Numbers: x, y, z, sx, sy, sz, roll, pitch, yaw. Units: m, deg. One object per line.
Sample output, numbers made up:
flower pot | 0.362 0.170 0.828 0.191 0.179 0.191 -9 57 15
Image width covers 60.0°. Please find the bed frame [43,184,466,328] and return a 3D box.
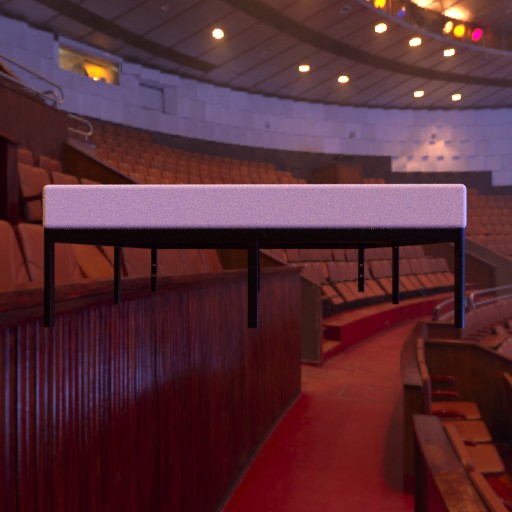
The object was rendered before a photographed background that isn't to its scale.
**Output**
bed frame | 0.000 0.000 3.051 1.963 0.659 2.079 0 0 1
